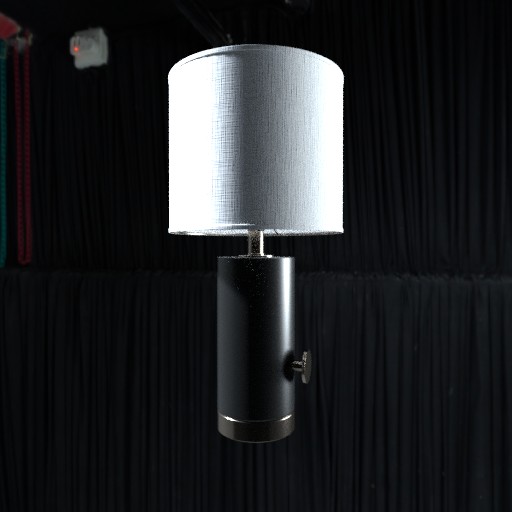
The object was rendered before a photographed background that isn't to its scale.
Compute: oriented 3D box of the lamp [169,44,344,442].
[{"bbox_3d":[0.000,0.000,0.625,0.240,0.482,0.241,0,1,18],"label":"lamp"}]
